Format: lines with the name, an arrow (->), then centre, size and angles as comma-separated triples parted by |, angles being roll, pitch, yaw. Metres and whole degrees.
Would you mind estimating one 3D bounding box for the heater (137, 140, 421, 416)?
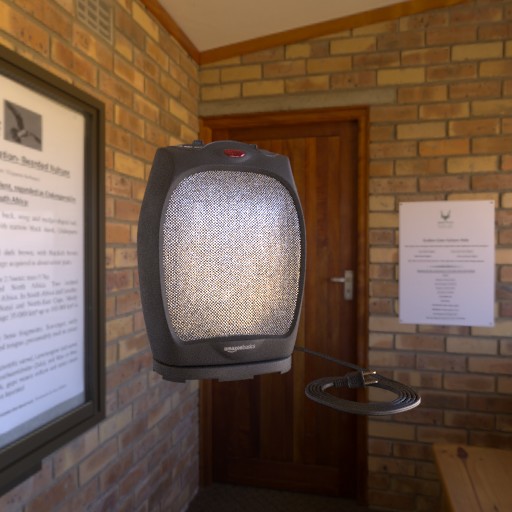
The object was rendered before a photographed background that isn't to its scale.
heater -> 0.000, 0.000, 0.470 | 0.239, 0.255, 0.291 | 0, 1, -18
